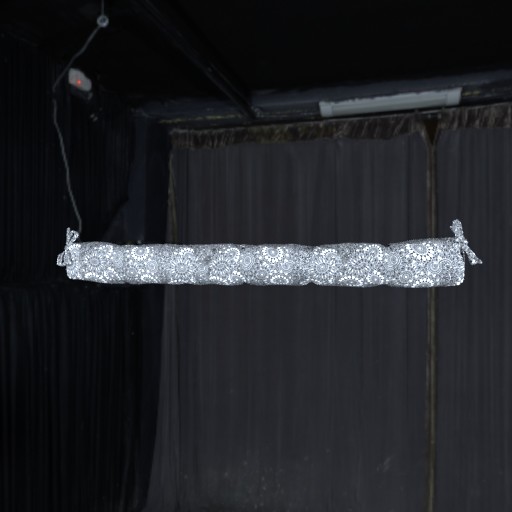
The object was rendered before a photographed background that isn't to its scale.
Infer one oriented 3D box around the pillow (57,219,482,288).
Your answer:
[{"bbox_3d":[0.000,0.000,1.367,1.194,0.174,0.511,0,-1,17],"label":"pillow"}]
